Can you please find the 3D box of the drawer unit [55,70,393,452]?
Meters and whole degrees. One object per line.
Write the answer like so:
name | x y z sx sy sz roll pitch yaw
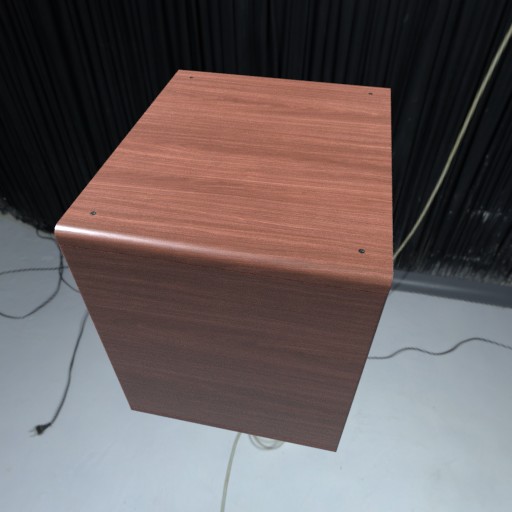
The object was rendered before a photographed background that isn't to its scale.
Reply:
drawer unit | 0.000 0.000 0.610 0.290 0.351 0.349 8 46 8
